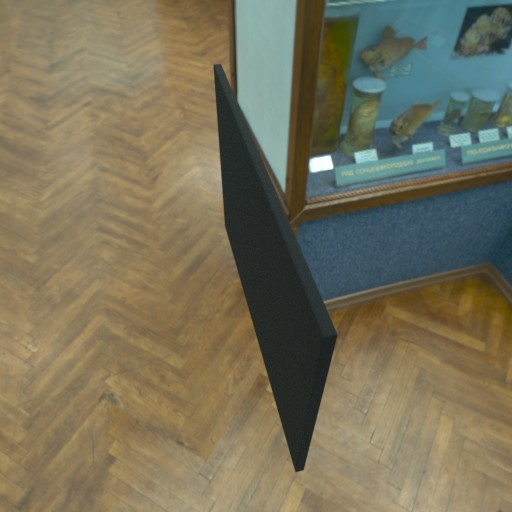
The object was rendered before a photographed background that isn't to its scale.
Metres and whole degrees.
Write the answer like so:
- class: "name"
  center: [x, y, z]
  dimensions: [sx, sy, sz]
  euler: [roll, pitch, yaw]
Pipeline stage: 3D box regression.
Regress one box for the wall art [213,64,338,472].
- class: "wall art"
  center: [0.000, 0.000, 1.234]
  dimensions: [0.026, 0.656, 0.958]
  euler: [-10, 48, -9]
